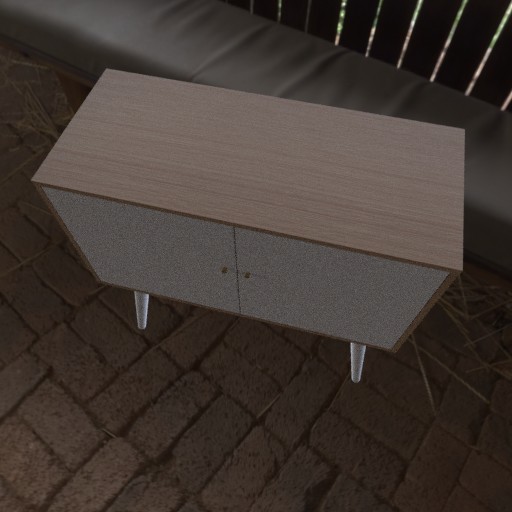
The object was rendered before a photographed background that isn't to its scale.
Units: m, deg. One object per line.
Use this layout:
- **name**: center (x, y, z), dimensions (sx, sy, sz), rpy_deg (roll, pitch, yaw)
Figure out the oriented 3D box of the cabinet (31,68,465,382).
- **cabinet**: center (0.000, 0.000, 1.594), dimensions (1.057, 1.016, 0.470), rpy_deg (12, 60, 7)
